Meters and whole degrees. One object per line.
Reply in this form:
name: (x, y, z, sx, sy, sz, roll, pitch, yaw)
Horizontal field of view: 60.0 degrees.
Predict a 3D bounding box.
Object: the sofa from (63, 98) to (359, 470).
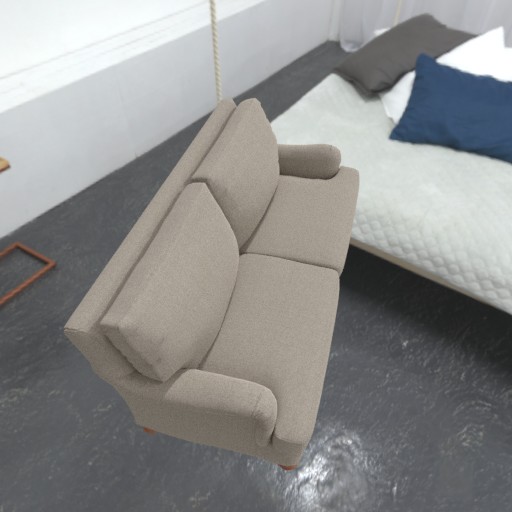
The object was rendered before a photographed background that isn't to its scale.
sofa: (0.000, 0.000, 2.732, 1.087, 1.054, 2.160, 11, 47, 11)
